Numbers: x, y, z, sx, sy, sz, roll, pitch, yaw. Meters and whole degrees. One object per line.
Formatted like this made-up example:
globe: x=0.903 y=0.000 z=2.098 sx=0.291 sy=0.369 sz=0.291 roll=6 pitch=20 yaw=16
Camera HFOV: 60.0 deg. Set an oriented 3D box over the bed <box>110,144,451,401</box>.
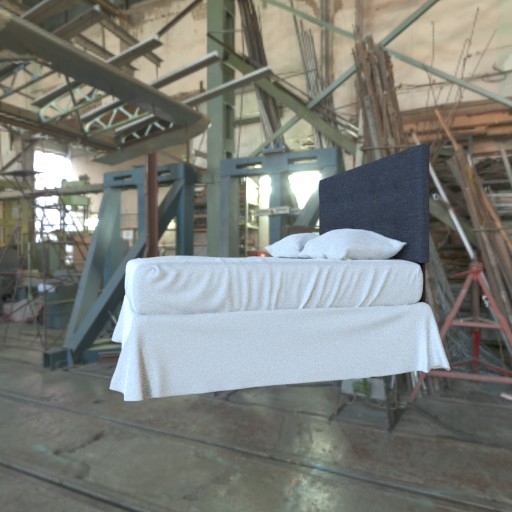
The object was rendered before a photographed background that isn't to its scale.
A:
bed: x=0.000 y=0.000 z=3.557 sx=2.222 sy=1.577 sz=1.936 roll=0 pitch=0 yaw=-18
